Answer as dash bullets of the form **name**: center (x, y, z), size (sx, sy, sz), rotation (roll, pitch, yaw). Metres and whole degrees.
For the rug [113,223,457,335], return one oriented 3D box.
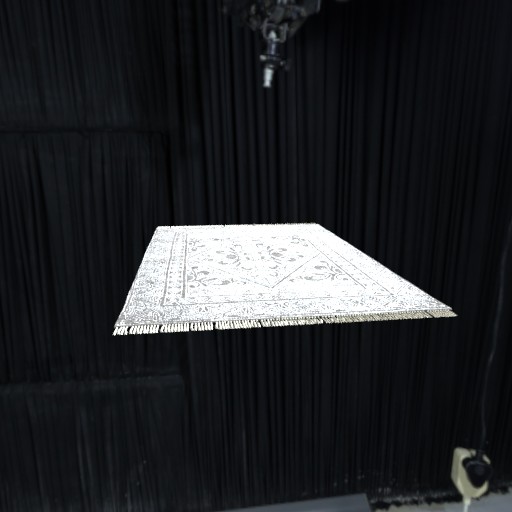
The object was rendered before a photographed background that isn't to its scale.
- **rug**: center (0.000, 0.000, 3.061), size (1.529, 0.010, 2.440), rotation (-2, 14, -8)
